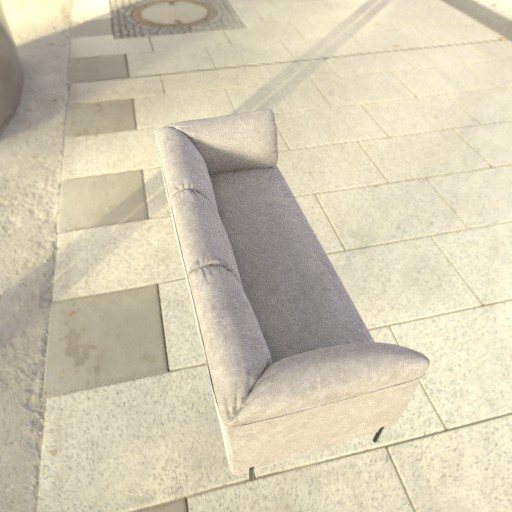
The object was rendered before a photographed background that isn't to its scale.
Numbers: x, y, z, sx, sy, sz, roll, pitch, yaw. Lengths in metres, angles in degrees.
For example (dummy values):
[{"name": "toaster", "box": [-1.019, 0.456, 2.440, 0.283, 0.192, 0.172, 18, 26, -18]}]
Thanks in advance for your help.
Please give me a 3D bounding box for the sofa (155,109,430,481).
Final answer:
[{"name": "sofa", "box": [0.000, 0.000, 2.693, 0.899, 0.758, 2.238, -12, 47, -11]}]
